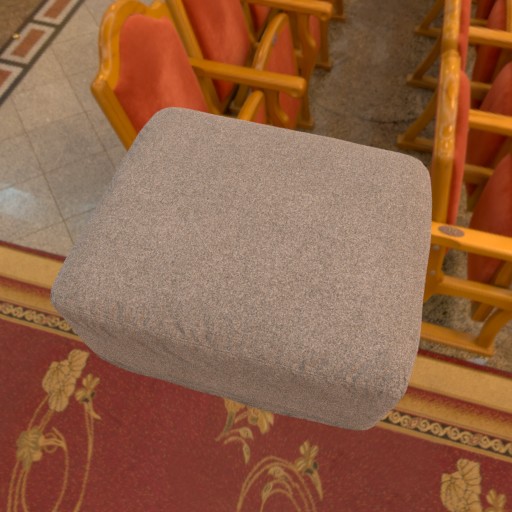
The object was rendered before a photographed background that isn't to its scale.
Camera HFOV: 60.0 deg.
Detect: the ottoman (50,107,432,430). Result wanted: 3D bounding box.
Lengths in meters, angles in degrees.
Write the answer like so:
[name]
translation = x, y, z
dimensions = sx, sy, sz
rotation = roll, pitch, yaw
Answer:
[ottoman]
translation = 0.000, 0.000, 1.203
dimensions = 0.837, 0.481, 0.683
rotation = 14, 59, 8
